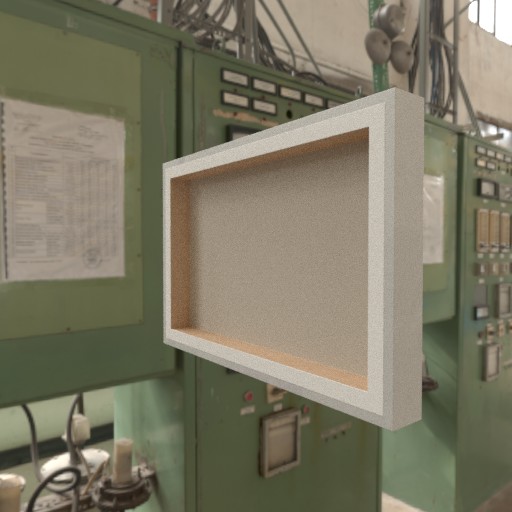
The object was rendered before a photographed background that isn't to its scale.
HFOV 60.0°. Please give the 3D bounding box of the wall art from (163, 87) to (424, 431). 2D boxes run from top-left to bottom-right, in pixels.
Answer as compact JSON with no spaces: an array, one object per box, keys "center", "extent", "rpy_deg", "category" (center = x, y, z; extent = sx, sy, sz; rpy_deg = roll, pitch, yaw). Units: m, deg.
[{"center":[0.000,0.000,0.489],"extent":[0.038,0.254,0.381],"rpy_deg":[-1,2,-38],"category":"wall art"}]
